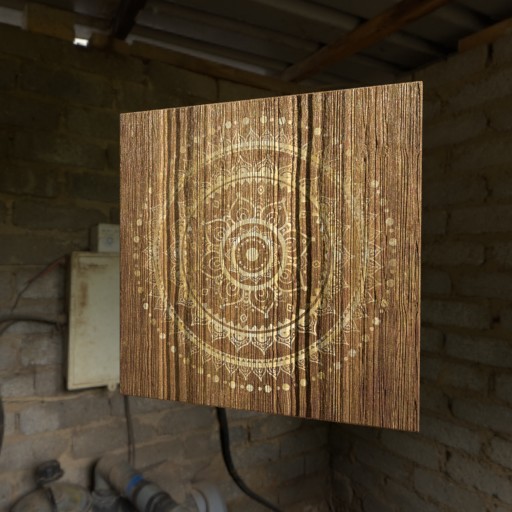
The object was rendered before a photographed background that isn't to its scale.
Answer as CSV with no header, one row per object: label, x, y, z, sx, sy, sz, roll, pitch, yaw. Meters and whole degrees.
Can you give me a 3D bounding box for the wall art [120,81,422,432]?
wall art,0.000,0.000,0.873,0.611,0.608,0.042,0,0,18
